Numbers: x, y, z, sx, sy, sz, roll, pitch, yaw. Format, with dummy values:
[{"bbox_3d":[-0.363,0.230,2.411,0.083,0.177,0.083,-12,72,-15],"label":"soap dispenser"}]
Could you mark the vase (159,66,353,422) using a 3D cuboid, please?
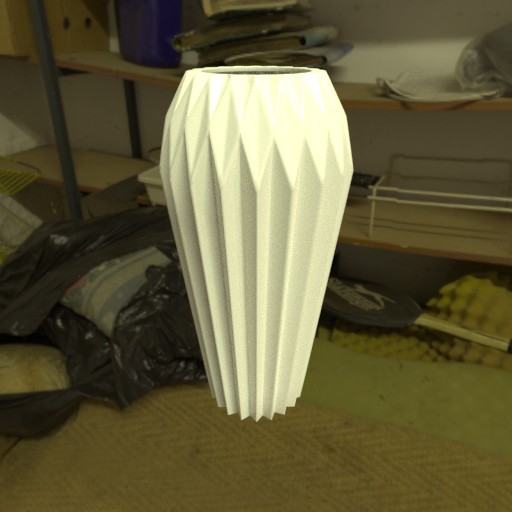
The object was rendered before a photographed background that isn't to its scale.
[{"bbox_3d":[0.000,0.000,0.339,0.133,0.263,0.133,0,27,0],"label":"vase"}]
